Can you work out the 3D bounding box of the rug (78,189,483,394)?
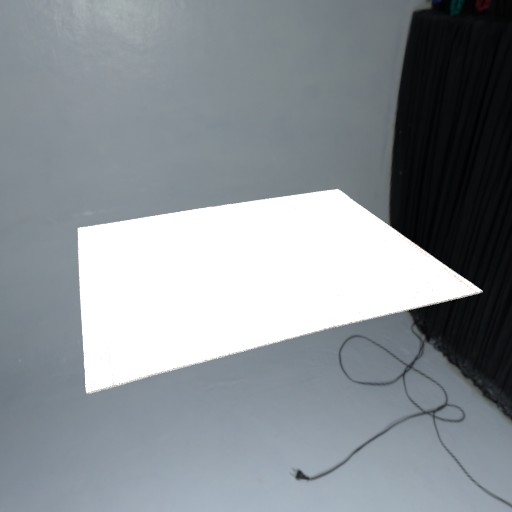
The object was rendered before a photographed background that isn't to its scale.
[{"bbox_3d":[0.000,0.000,5.018,3.778,0.053,2.873,-11,32,-17],"label":"rug"}]
